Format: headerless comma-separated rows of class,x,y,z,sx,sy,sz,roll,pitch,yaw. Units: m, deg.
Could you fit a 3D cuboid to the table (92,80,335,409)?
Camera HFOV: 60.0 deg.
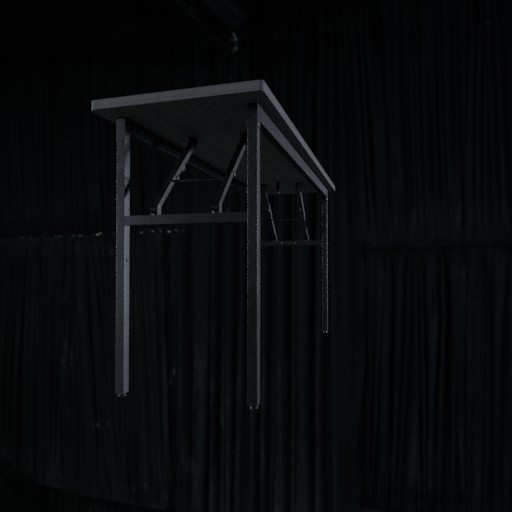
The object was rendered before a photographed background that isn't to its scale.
table,0.000,0.000,1.705,0.449,0.750,1.399,0,-1,17
